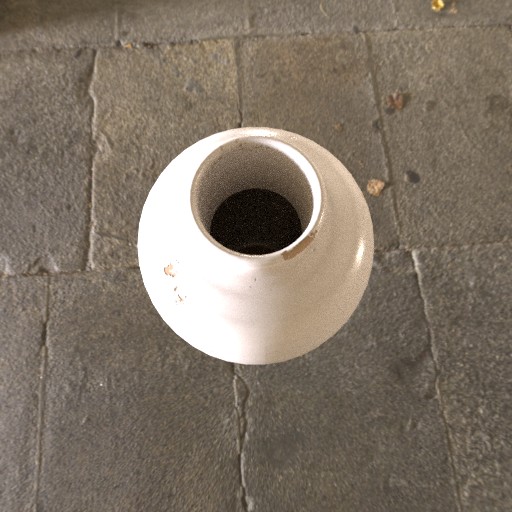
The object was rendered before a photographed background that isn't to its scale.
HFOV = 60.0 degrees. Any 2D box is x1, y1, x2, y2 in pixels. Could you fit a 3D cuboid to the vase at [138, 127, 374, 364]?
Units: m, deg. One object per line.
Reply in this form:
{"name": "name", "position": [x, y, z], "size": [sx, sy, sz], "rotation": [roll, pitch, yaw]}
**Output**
{"name": "vase", "position": [0.000, 0.000, 0.330], "size": [0.158, 0.228, 0.158], "rotation": [0, 75, 0]}
